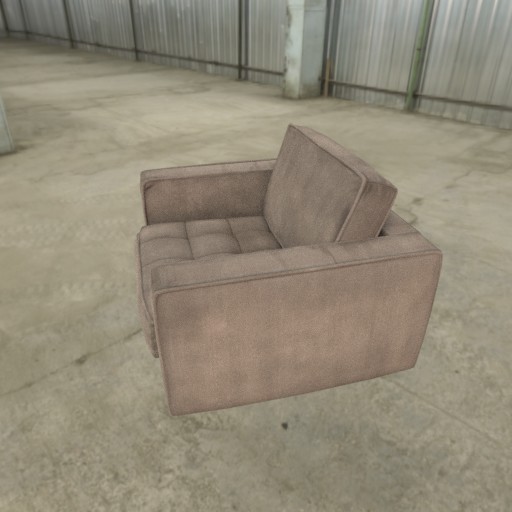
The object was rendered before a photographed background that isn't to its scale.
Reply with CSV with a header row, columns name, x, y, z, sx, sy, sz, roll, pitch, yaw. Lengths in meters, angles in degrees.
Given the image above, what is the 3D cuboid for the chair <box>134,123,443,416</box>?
name,x,y,z,sx,sy,sz,roll,pitch,yaw
chair,0.000,0.000,1.574,0.843,0.773,0.928,-7,31,-13
